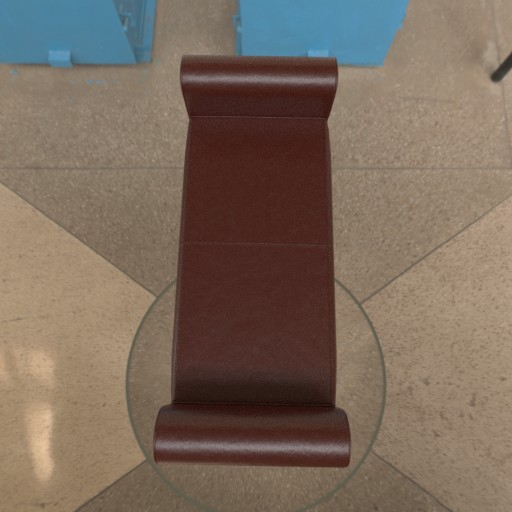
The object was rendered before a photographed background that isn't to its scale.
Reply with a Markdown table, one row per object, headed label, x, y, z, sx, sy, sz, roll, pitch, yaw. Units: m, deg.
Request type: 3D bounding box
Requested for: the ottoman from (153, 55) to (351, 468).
| label | x | y | z | sx | sy | sz | roll | pitch | yaw |
| --- | --- | --- | --- | --- | --- | --- | --- | --- | --- |
| ottoman | 0.000 | 0.000 | 1.530 | 0.521 | 0.547 | 1.256 | 1 | 75 | 0 |
